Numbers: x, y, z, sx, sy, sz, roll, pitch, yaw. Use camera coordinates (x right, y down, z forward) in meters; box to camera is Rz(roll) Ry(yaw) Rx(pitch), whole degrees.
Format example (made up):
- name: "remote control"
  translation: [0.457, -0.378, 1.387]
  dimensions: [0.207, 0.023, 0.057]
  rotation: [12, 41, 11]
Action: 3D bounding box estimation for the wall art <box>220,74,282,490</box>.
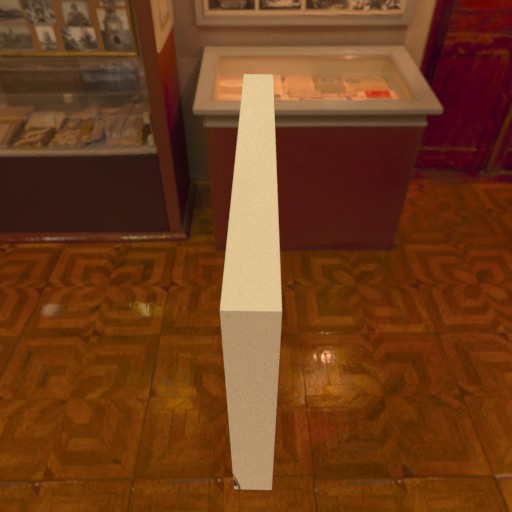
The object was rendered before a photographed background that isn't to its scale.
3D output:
- name: "wall art"
  translation: [0.000, 0.000, 0.481]
  dimensions: [0.039, 0.254, 0.384]
  rotation: [1, 41, 1]
